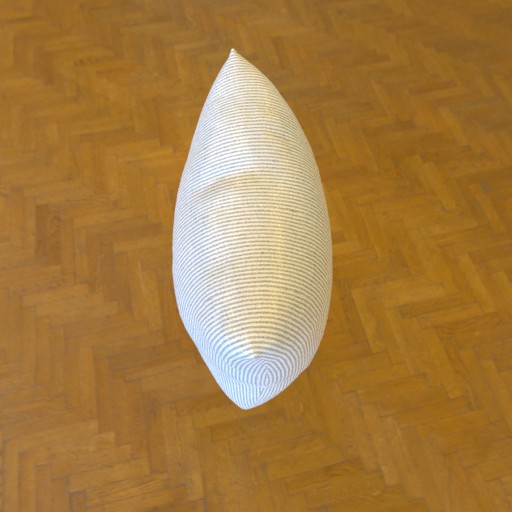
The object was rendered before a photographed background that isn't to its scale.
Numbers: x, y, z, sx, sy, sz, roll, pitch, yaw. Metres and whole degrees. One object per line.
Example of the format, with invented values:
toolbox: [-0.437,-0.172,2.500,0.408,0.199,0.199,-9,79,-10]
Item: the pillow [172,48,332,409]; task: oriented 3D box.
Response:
pillow: [0.000,0.000,0.712,0.310,0.432,0.387,28,66,14]
